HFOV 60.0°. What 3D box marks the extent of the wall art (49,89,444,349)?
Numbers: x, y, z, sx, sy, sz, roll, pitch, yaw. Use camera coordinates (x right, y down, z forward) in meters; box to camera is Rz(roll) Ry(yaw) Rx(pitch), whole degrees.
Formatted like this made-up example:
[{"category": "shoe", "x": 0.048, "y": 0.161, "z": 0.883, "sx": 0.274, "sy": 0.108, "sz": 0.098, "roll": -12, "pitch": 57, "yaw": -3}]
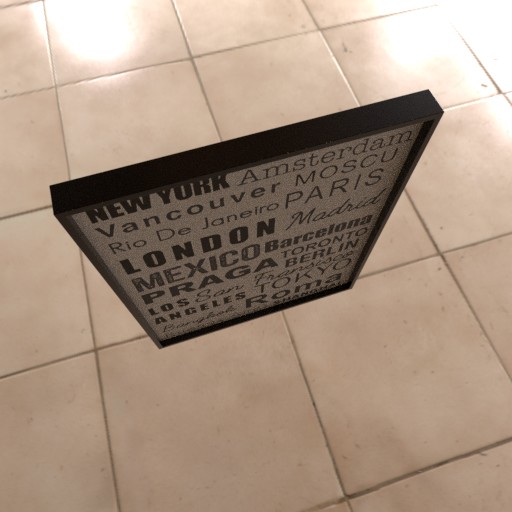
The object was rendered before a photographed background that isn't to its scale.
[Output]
[{"category": "wall art", "x": 0.000, "y": 0.000, "z": 0.738, "sx": 0.448, "sy": 0.551, "sz": 0.038, "roll": -16, "pitch": 65, "yaw": -8}]
